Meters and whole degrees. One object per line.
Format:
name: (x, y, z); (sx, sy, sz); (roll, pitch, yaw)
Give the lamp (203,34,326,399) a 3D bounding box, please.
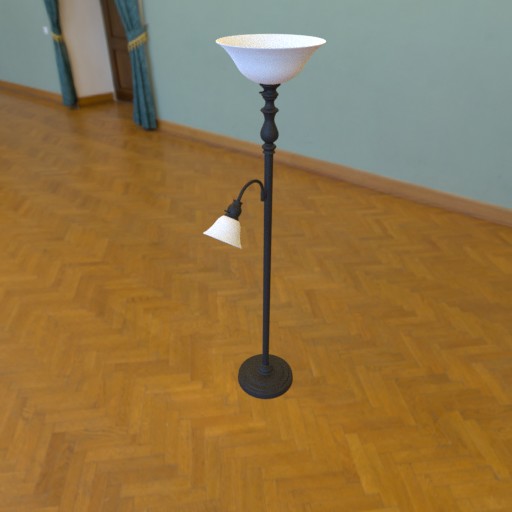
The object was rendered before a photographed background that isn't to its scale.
lamp: (0.000, 0.000, 2.055); (0.405, 1.793, 0.588); (22, 38, 30)
